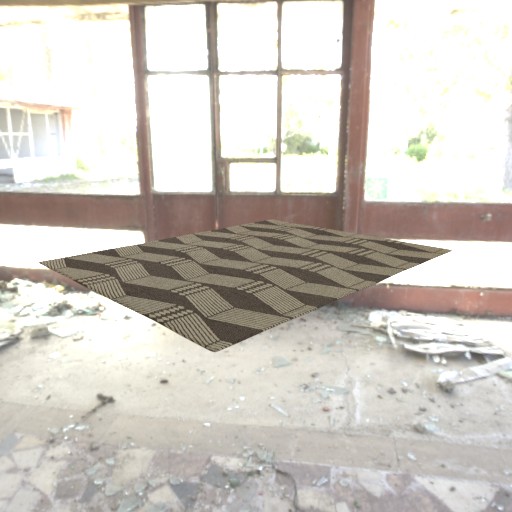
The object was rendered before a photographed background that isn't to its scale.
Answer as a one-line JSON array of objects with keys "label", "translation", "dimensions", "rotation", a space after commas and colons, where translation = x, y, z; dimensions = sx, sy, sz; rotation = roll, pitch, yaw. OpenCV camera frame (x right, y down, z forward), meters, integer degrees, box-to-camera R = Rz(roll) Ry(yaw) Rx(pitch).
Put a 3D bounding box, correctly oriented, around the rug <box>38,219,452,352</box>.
[{"label": "rug", "translation": [0.000, 0.000, 4.139], "dimensions": [2.438, 0.016, 3.048], "rotation": [14, 20, 43]}]
